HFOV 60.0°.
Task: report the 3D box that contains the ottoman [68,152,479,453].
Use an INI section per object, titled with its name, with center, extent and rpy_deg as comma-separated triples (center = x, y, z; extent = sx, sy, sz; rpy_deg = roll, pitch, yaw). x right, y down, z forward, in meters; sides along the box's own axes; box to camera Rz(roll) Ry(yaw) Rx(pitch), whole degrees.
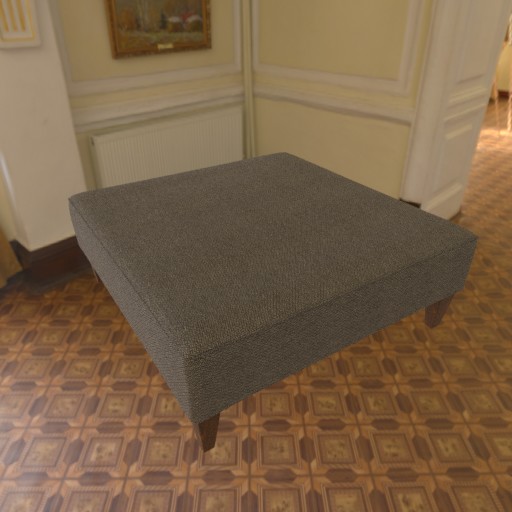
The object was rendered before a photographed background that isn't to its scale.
[ottoman]
center = 0.000, 0.000, 1.511
extent = 0.970, 0.378, 0.981
rpy_deg = -18, 35, -28
